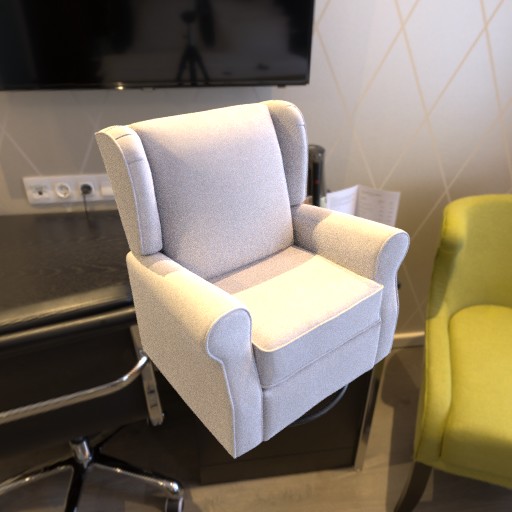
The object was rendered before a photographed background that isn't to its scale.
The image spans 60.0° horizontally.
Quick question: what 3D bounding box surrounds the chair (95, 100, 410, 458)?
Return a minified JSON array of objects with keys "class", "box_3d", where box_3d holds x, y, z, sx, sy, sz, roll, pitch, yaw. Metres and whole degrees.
[{"class":"chair","box_3d":[0.000,0.000,1.691,0.906,0.967,0.854,-22,37,-32]}]
